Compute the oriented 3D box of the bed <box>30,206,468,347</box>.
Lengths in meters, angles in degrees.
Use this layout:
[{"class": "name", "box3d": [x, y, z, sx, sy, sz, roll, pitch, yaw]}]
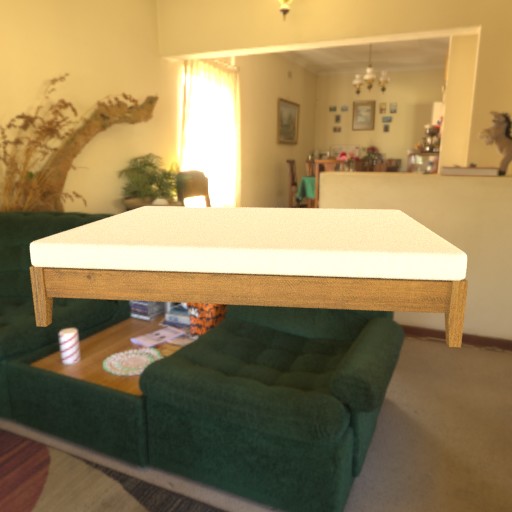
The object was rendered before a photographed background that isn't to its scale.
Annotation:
[{"class": "bed", "box3d": [0.000, 0.000, 2.762, 2.016, 0.431, 1.536, 2, 13, 7]}]
